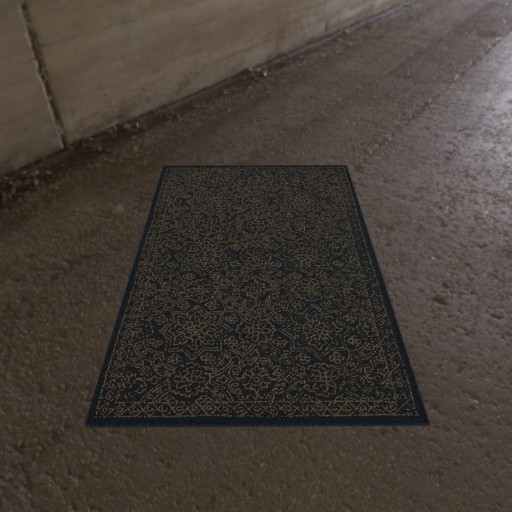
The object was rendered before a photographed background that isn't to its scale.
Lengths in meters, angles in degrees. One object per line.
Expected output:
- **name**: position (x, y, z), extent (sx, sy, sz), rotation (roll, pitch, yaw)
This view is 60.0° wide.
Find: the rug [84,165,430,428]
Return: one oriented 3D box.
- **rug**: position (0.000, 0.000, 2.245), extent (1.219, 0.010, 1.829), rotation (0, 41, 0)
